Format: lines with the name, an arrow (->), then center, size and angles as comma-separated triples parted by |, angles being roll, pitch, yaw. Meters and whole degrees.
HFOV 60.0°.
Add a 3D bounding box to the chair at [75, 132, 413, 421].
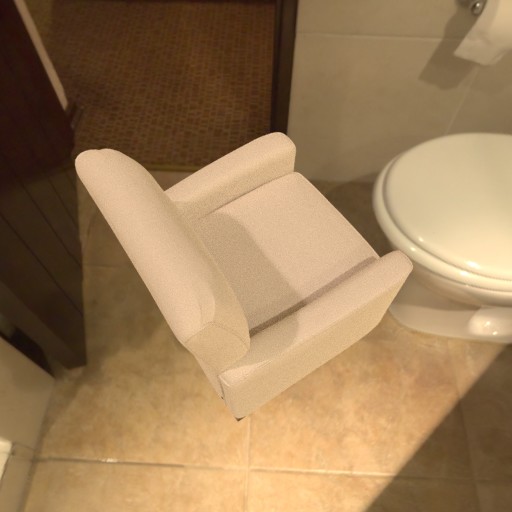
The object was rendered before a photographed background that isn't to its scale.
chair -> 0.000, 0.000, 1.672 | 0.858, 1.028, 0.841 | -30, 63, -17
